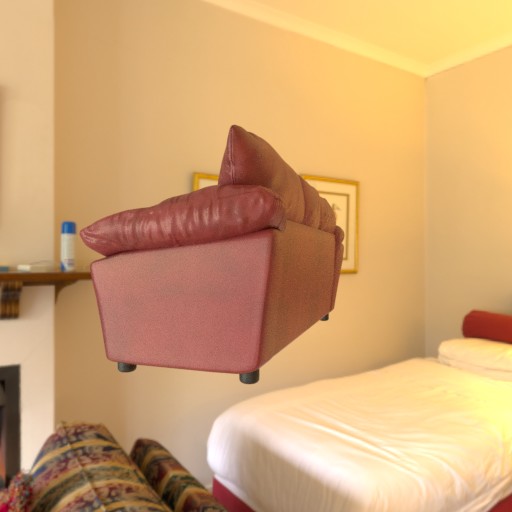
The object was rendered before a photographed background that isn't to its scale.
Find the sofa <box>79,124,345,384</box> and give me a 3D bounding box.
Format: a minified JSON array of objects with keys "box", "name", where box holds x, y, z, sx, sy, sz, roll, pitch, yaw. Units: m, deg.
[{"box":[0.000,0.000,2.886,0.907,1.091,2.390,0,0,18],"name":"sofa"}]
